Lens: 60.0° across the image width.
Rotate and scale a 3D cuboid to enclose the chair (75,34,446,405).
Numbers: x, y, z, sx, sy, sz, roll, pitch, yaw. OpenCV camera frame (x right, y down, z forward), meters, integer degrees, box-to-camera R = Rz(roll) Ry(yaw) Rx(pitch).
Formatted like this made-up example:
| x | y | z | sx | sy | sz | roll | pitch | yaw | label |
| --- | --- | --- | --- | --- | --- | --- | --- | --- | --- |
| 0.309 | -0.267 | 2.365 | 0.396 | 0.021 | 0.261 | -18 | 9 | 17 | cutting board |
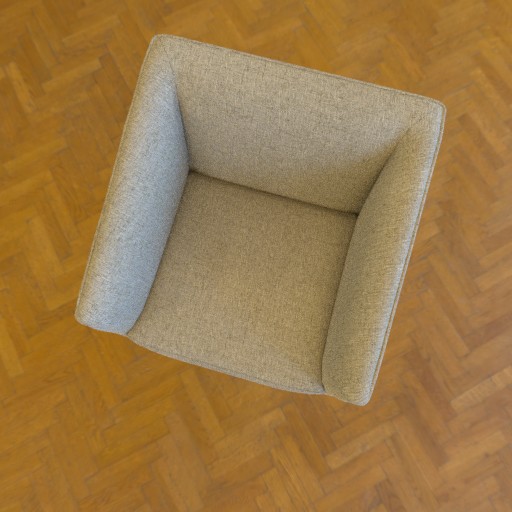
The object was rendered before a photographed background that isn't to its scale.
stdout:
| x | y | z | sx | sy | sz | roll | pitch | yaw | label |
| --- | --- | --- | --- | --- | --- | --- | --- | --- | --- |
| 0.000 | 0.000 | 1.180 | 0.628 | 0.760 | 0.623 | 15 | 77 | 4 | chair |
